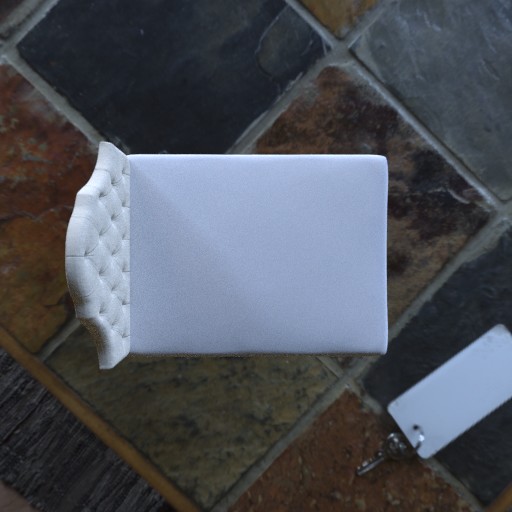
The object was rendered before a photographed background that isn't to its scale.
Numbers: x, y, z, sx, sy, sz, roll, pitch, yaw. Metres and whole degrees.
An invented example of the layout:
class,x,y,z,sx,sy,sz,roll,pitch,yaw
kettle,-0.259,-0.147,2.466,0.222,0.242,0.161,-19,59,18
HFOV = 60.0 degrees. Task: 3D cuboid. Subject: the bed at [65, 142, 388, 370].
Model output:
class,x,y,z,sx,sy,sz,roll,pitch,yaw
bed,0.000,0.000,3.200,2.092,1.575,1.627,0,90,0
